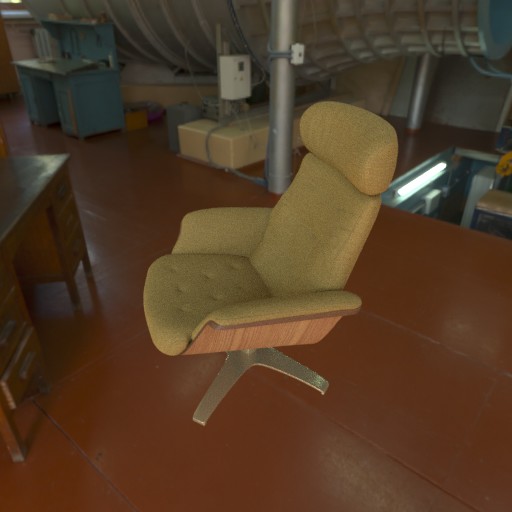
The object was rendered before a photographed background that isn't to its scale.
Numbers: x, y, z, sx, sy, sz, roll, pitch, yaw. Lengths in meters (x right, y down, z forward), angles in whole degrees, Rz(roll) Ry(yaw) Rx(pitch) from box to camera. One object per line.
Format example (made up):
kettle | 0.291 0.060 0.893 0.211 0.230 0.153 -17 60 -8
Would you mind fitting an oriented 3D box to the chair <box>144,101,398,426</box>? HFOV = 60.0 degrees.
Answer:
chair | 0.000 0.000 1.617 0.837 0.995 0.785 -8 31 -13
